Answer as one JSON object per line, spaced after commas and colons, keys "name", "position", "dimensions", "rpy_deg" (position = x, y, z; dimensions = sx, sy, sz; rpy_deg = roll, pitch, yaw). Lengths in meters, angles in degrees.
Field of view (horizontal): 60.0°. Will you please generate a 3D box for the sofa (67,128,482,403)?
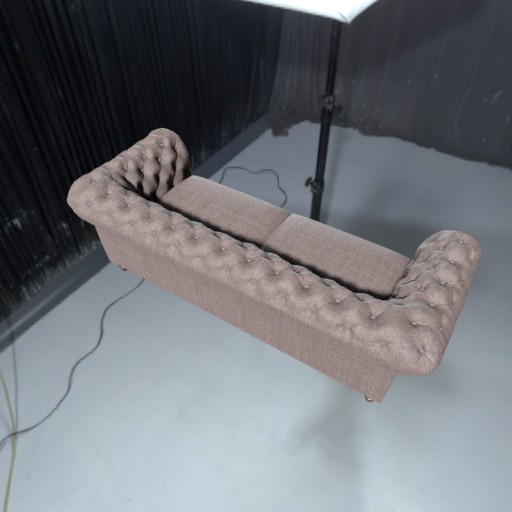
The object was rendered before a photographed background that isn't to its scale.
{"name": "sofa", "position": [0.000, 0.000, 2.802], "dimensions": [2.385, 0.787, 0.944], "rpy_deg": [24, 50, 22]}
